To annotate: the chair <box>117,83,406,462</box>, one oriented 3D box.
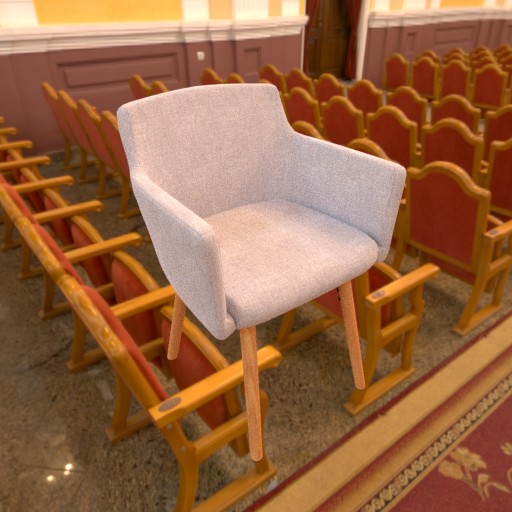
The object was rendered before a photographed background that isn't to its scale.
[{"bbox_3d":[0.000,0.000,1.167,0.570,0.780,0.540,-21,37,-31],"label":"chair"}]
